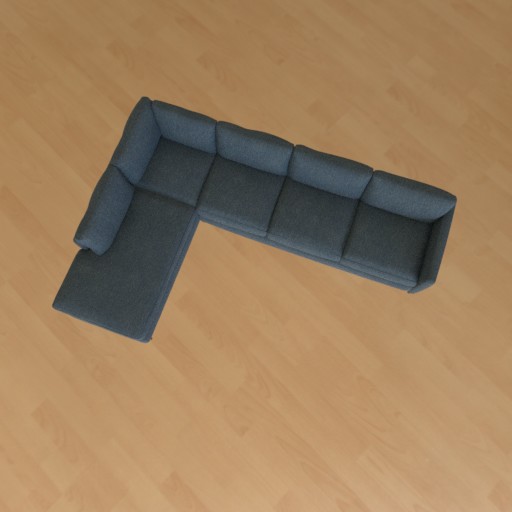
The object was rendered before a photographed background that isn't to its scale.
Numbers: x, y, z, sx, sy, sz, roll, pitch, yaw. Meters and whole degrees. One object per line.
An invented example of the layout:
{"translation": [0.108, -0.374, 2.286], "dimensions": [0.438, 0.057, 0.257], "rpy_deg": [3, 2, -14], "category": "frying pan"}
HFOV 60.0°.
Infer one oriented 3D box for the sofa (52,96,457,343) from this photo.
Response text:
{"translation": [0.000, 0.000, 3.798], "dimensions": [2.949, 0.815, 2.007], "rpy_deg": [19, 76, 5], "category": "sofa"}
